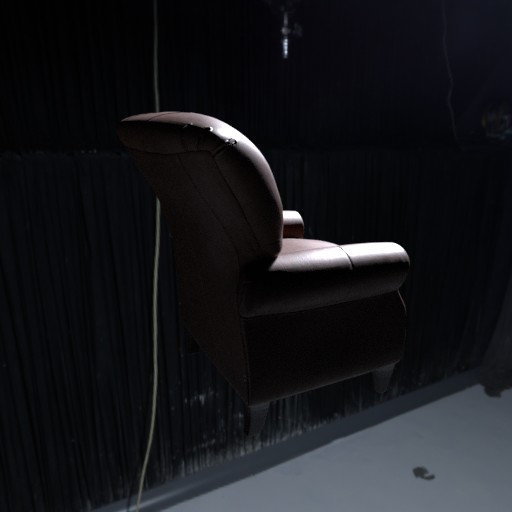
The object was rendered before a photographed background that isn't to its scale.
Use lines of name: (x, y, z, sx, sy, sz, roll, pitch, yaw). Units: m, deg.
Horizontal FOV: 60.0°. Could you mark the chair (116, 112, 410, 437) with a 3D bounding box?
chair: (0.000, 0.000, 1.898, 1.031, 1.162, 0.979, -8, 18, -25)
